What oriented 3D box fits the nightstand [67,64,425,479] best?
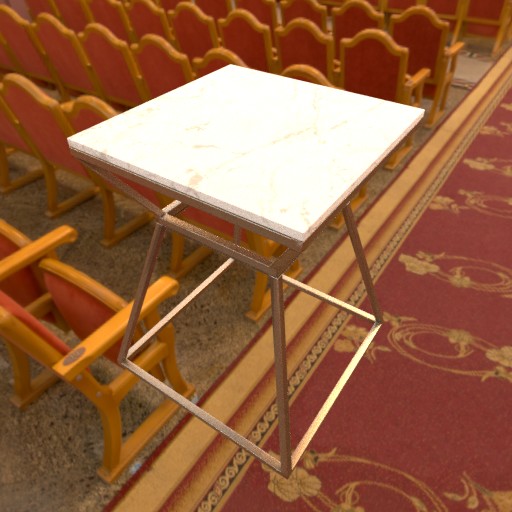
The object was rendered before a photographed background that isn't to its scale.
[{"bbox_3d":[0.000,0.000,0.879,0.455,0.554,0.455,24,46,25],"label":"nightstand"}]
